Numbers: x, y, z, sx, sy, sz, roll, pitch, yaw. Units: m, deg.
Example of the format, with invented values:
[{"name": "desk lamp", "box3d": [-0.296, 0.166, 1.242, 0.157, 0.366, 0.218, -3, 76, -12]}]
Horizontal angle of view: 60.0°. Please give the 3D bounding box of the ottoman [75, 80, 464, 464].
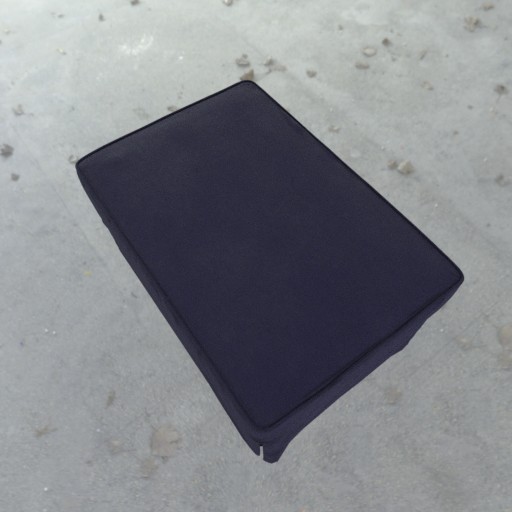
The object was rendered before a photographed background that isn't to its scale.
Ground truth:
[{"name": "ottoman", "box3d": [0.000, 0.000, 1.316, 0.637, 0.503, 0.938, -32, 64, -17]}]
